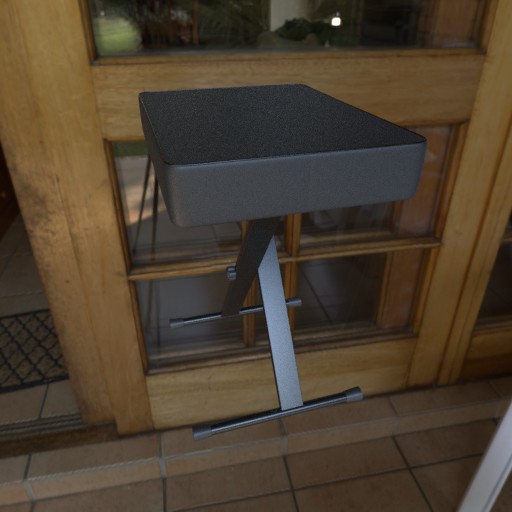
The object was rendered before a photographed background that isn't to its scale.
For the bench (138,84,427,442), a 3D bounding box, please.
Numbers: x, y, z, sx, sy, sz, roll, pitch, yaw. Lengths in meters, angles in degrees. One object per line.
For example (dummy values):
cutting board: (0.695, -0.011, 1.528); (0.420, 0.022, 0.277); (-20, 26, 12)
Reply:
bench: (0.000, 0.000, 0.788); (0.321, 0.500, 0.424); (-9, 31, -14)
